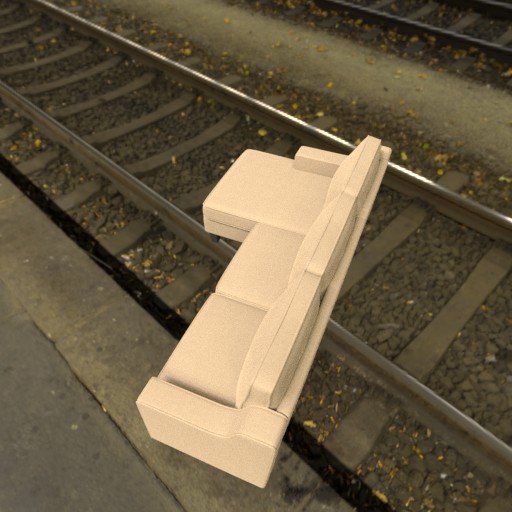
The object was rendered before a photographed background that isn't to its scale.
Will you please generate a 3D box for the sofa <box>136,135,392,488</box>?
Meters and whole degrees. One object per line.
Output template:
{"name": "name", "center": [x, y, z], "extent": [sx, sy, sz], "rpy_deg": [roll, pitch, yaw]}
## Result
{"name": "sofa", "center": [0.000, 0.000, 3.100], "extent": [1.294, 0.928, 2.561], "rpy_deg": [17, 49, 16]}
